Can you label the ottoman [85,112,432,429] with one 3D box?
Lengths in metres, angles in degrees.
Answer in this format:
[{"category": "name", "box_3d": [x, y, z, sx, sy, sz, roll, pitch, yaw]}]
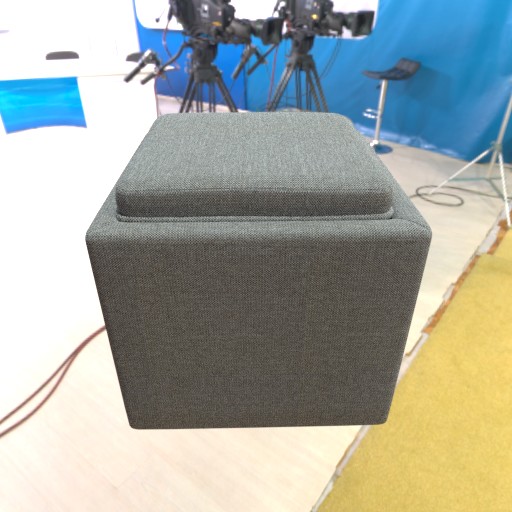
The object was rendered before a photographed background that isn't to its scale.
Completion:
[{"category": "ottoman", "box_3d": [0.000, 0.000, 0.835, 0.450, 0.460, 0.450, -1, 32, -1]}]
